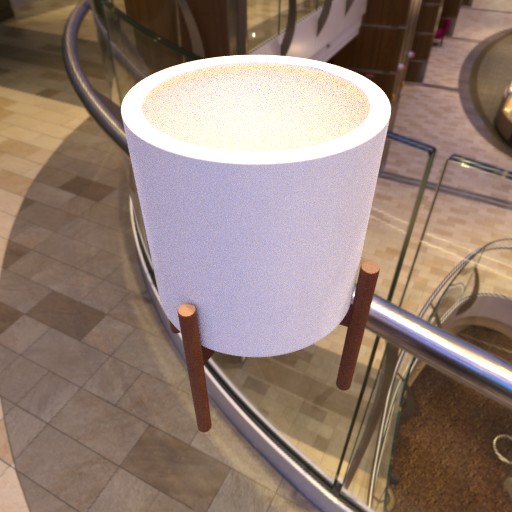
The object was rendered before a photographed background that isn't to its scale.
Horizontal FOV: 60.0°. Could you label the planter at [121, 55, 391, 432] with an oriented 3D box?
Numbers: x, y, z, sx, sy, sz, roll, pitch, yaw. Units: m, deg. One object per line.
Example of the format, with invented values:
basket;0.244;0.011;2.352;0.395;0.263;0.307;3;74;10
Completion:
planter;0.000;0.000;0.922;0.417;0.670;0.417;-13;43;-14
